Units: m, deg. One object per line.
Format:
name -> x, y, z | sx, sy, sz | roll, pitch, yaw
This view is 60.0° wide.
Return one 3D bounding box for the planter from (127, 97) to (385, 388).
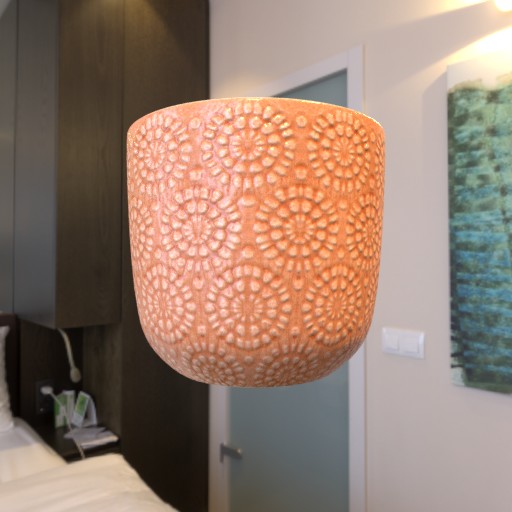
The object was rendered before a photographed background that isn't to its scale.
planter -> 0.000, 0.000, 0.370 | 0.208, 0.190, 0.208 | 0, -1, 0
